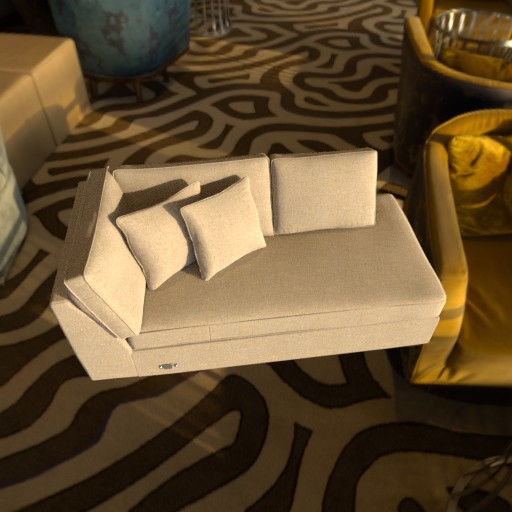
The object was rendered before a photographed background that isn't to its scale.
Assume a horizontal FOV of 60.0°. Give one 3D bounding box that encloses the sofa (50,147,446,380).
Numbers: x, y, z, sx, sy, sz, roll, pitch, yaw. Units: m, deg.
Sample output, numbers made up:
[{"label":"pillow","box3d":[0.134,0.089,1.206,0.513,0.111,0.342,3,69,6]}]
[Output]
[{"label":"sofa","box3d":[0.000,0.000,2.889,2.238,1.019,1.110,-5,46,-5]}]
